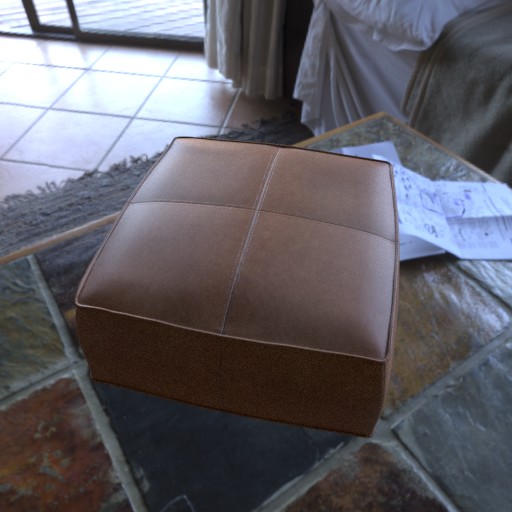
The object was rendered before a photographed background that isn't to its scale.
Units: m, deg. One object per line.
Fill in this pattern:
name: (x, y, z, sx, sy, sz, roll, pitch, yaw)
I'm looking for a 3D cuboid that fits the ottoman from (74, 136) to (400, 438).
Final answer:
ottoman: (0.000, 0.000, 1.431, 0.901, 0.395, 0.902, 9, 47, 8)
